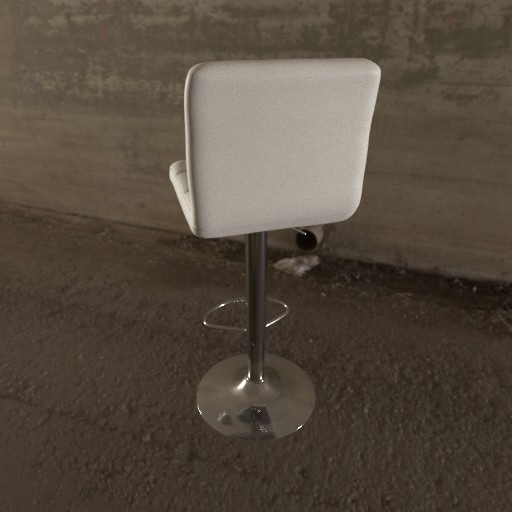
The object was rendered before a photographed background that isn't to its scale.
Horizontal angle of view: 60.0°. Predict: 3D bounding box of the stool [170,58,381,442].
[{"bbox_3d":[0.000,0.000,1.335,0.430,1.115,0.505,-8,29,-15],"label":"stool"}]
